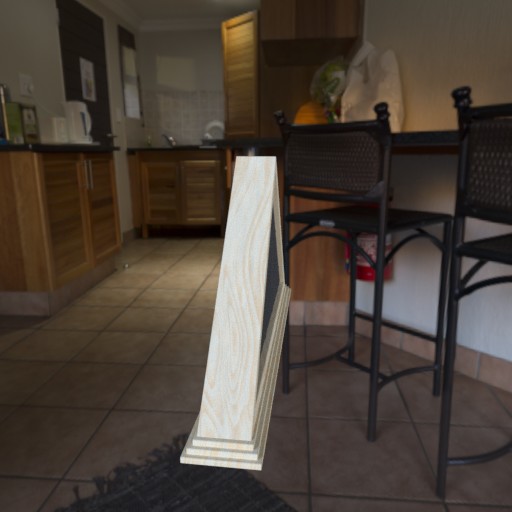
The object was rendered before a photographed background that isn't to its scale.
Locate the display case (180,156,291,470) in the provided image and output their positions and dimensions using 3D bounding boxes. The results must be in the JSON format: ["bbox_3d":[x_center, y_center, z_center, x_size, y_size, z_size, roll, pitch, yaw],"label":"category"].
[{"bbox_3d":[0.000,0.000,0.776,0.095,0.340,0.640,2,14,7],"label":"display case"}]
